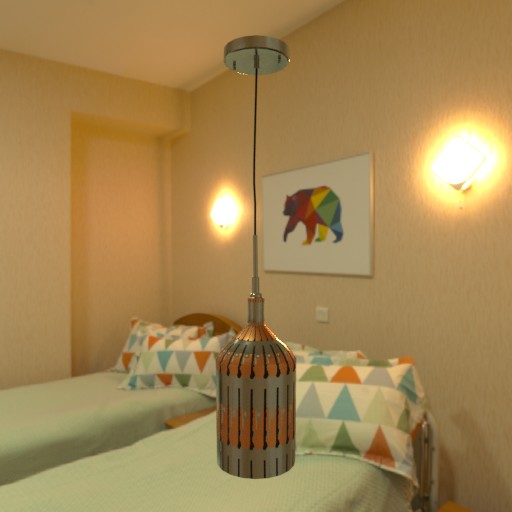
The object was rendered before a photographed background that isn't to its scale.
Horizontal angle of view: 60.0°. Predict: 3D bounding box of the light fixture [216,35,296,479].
[{"bbox_3d":[0.000,0.000,1.671,0.303,1.535,0.303,0,0,0],"label":"light fixture"}]
